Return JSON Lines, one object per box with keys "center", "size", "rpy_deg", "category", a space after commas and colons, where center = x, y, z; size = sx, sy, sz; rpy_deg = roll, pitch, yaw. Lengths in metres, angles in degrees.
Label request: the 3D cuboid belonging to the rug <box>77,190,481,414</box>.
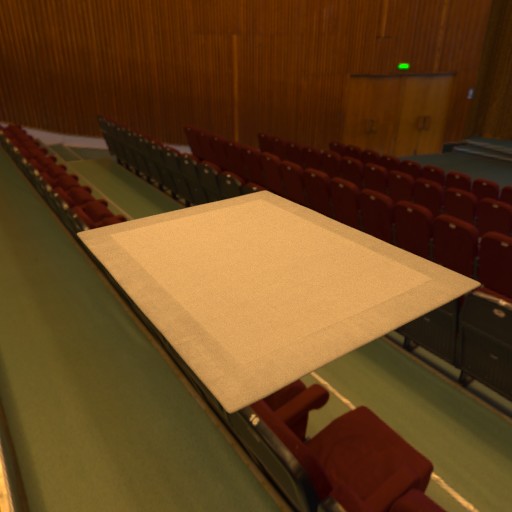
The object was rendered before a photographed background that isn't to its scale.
{"center": [0.000, 0.000, 4.088], "size": [2.430, 0.018, 2.976], "rpy_deg": [-18, 31, -31], "category": "rug"}
